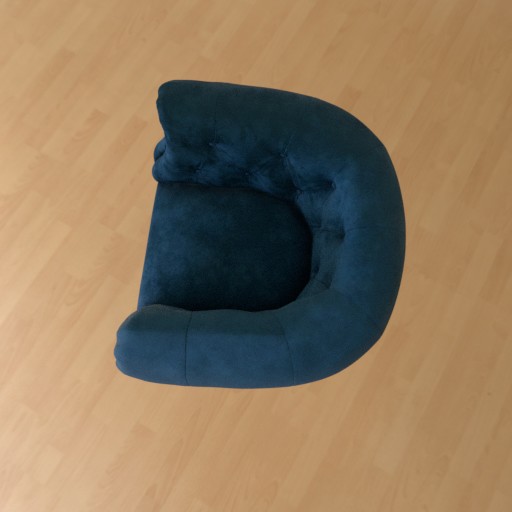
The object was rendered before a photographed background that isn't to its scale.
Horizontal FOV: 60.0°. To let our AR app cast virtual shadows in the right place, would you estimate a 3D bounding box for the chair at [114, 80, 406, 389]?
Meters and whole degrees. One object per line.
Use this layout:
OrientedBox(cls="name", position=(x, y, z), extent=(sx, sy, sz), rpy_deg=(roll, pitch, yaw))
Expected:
OrientedBox(cls="chair", position=(0.000, 0.000, 1.579), extent=(0.851, 0.826, 0.904), rpy_deg=(5, 75, 1))
